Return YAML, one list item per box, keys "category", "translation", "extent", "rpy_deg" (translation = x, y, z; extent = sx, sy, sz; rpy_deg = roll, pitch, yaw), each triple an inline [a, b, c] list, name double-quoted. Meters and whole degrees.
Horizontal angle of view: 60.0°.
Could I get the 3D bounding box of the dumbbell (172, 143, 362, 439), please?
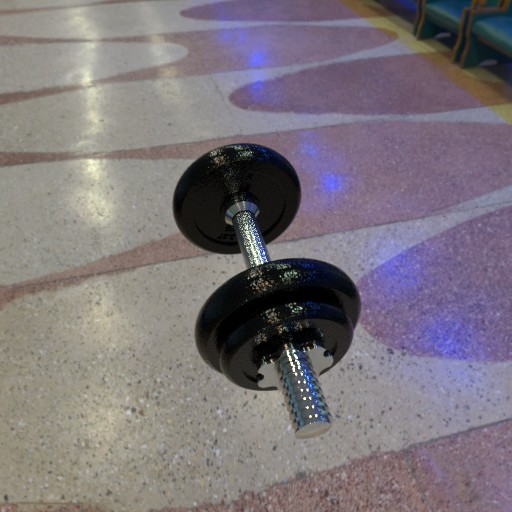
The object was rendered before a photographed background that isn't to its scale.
- category: "dumbbell"
  translation: [0.000, 0.000, 0.606]
  extent: [0.202, 0.202, 0.497]
  rpy_deg: [-10, 47, -9]
